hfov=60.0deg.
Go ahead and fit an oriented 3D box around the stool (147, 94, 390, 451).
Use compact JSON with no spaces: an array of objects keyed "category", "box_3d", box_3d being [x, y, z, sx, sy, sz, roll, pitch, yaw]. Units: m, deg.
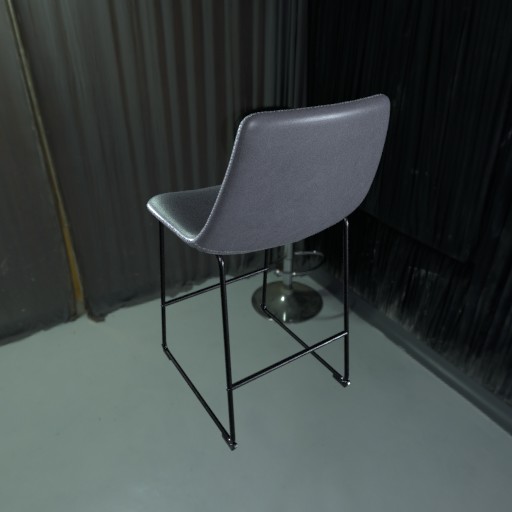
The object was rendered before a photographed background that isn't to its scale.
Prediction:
[{"category":"stool","box_3d":[0.000,0.000,1.193,0.470,0.876,0.546,-18,35,-28]}]
